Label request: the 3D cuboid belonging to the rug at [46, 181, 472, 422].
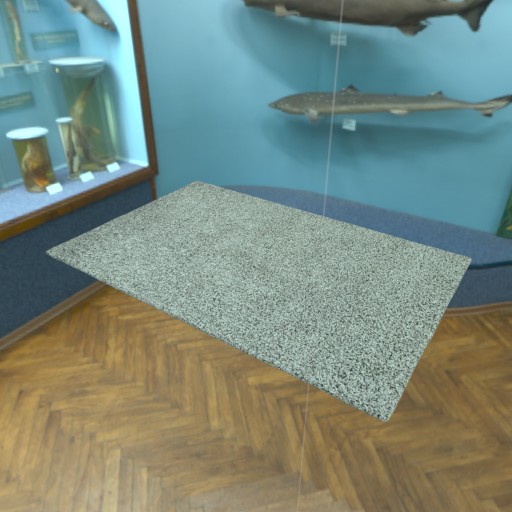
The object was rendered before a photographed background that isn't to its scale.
[{"bbox_3d":[0.000,0.000,3.387,2.743,0.030,1.778,20,37,29],"label":"rug"}]
